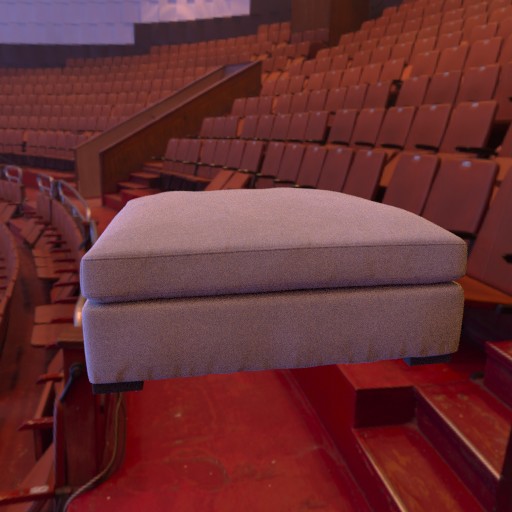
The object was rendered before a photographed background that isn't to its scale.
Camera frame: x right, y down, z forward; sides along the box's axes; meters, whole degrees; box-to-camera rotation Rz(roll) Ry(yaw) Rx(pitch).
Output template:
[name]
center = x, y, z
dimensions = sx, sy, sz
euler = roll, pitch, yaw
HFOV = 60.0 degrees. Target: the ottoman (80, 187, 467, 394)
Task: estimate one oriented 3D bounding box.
[ottoman]
center = 0.000, 0.000, 1.848
dimensions = 1.203, 0.517, 1.171
euler = -2, 15, -9
